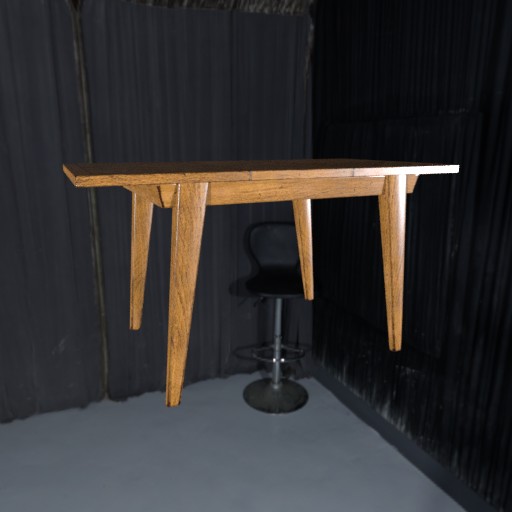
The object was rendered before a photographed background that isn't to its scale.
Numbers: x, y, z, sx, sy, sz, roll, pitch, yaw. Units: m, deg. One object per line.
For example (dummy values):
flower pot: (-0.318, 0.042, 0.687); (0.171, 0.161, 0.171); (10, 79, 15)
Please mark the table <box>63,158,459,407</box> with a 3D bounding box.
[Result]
table: (0.000, 0.000, 1.872); (1.400, 0.760, 0.757); (-7, 16, -24)
